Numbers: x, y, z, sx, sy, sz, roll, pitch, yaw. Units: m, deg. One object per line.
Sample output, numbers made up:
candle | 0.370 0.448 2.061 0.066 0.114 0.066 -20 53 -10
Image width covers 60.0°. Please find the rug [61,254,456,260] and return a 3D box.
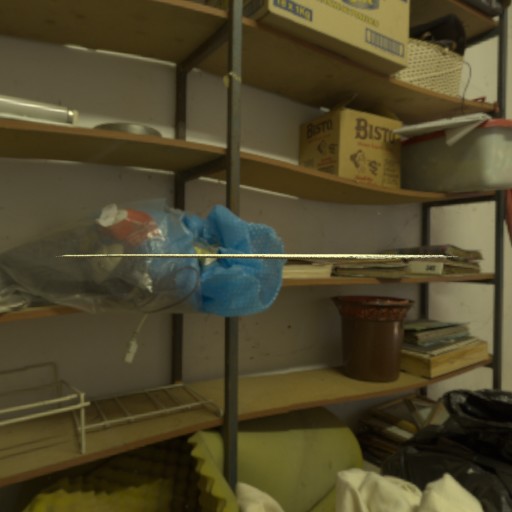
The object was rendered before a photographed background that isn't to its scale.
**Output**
rug | 0.000 0.000 4.054 3.027 0.028 2.125 0 0 35
